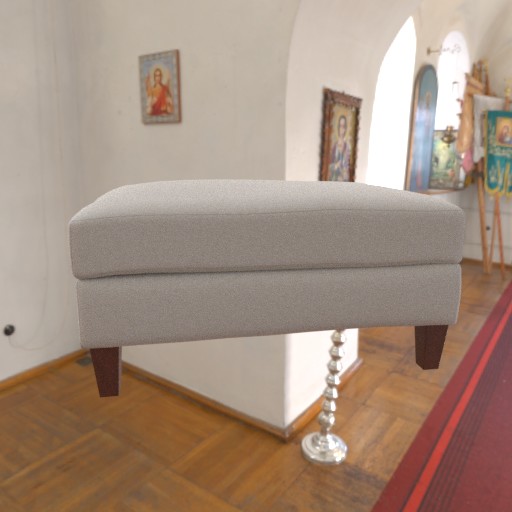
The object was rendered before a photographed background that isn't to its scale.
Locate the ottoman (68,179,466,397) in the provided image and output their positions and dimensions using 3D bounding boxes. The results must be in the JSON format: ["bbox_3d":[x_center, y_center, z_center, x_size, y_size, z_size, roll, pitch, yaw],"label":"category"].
[{"bbox_3d":[0.000,0.000,1.458,0.976,0.492,0.836,-2,14,-9],"label":"ottoman"}]
